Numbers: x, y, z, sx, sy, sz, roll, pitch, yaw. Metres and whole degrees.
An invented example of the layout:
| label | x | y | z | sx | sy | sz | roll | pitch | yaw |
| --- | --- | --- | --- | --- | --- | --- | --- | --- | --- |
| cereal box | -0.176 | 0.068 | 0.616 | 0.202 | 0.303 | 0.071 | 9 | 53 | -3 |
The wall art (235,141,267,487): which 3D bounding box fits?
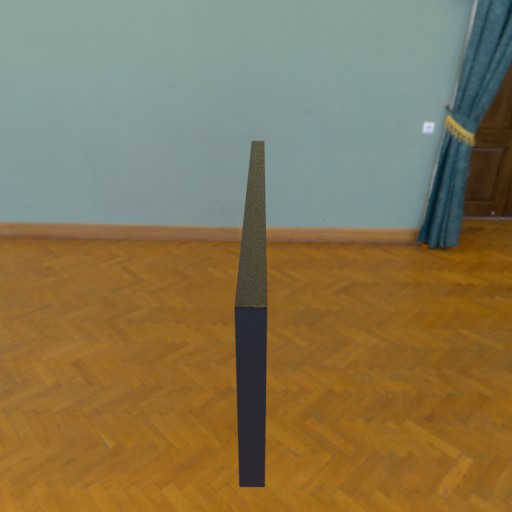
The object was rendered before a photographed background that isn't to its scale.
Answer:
| label | x | y | z | sx | sy | sz | roll | pitch | yaw |
| --- | --- | --- | --- | --- | --- | --- | --- | --- | --- |
| wall art | 0.000 | 0.000 | 0.946 | 0.037 | 0.303 | 0.860 | 0 | 27 | 1 |
